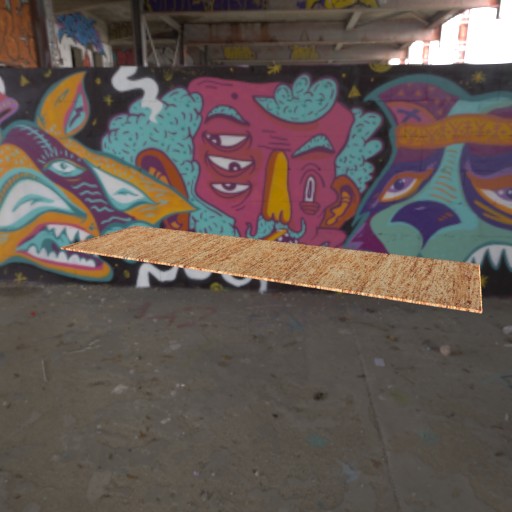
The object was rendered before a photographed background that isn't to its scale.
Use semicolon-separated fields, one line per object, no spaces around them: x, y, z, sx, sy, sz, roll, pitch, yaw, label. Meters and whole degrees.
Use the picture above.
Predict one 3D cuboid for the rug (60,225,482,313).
0.000;0.000;2.455;2.237;0.014;0.680;7;18;24;rug
